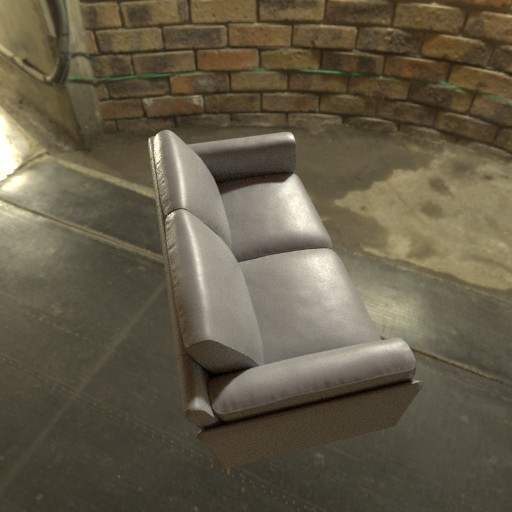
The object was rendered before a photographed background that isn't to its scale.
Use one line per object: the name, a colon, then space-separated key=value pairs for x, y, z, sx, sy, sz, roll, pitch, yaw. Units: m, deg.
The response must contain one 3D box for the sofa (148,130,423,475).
sofa: x=0.000 y=0.000 z=2.640 sx=1.049 sy=0.930 sz=2.101 roll=-10 pitch=47 yaw=-9
